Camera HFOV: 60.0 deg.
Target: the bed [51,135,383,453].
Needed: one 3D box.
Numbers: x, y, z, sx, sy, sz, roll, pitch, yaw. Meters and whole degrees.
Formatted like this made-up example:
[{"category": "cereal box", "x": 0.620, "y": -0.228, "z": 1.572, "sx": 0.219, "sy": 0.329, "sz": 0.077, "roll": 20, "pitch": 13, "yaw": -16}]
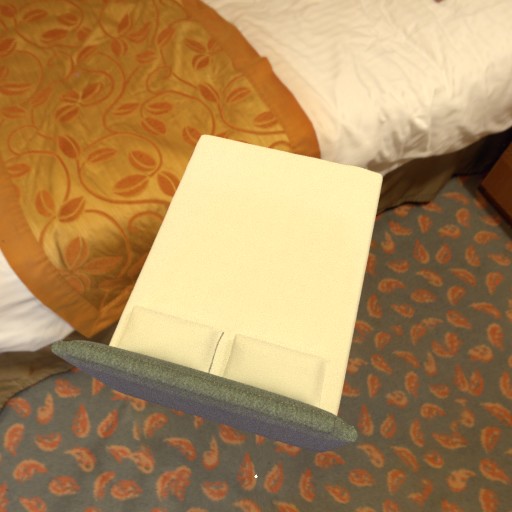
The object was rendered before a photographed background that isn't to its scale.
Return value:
[{"category": "bed", "x": 0.000, "y": 0.000, "z": 3.358, "sx": 1.712, "sy": 1.443, "sz": 2.372, "roll": 14, "pitch": 64, "yaw": 7}]
